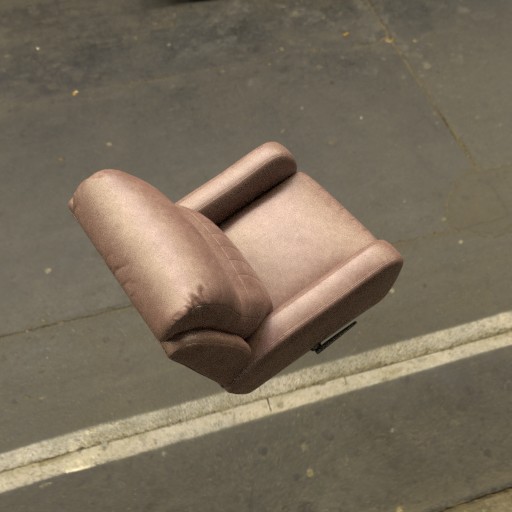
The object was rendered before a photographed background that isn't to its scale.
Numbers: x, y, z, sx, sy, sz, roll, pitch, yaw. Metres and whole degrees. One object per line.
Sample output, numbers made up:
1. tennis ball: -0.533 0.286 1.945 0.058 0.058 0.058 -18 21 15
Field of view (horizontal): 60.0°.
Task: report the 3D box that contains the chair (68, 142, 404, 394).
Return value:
1. chair: 0.000 0.000 1.847 1.067 1.067 0.865 -33 64 -18
